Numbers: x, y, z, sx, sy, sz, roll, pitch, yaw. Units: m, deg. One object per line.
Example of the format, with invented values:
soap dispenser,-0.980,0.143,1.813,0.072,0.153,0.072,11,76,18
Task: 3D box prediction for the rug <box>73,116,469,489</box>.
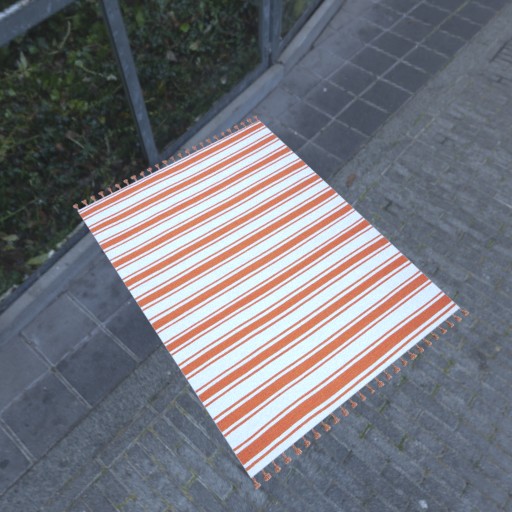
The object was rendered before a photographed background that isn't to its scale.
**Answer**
rug,0.000,0.000,4.439,2.451,0.035,3.369,-32,63,-18
